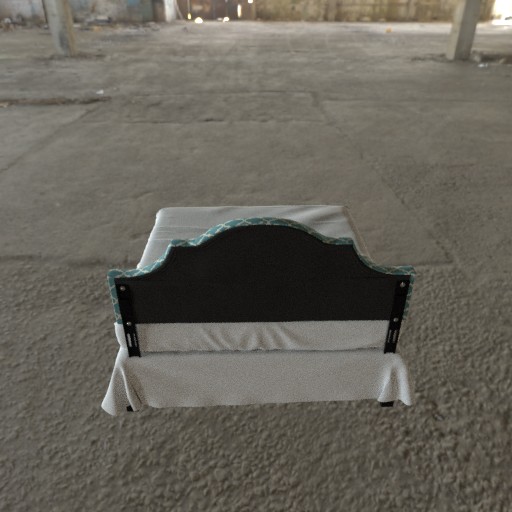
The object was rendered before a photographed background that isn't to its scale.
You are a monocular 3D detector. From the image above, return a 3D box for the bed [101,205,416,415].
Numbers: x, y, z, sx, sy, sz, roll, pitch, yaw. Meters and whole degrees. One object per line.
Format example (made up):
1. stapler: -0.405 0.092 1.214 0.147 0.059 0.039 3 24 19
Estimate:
1. bed: 0.000 0.000 3.853 2.314 1.601 2.222 -1 30 -1
